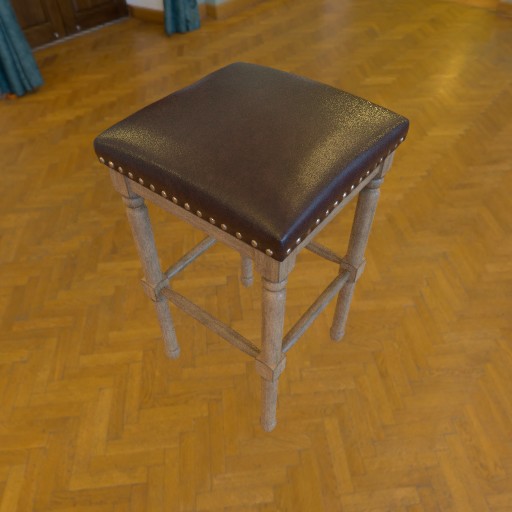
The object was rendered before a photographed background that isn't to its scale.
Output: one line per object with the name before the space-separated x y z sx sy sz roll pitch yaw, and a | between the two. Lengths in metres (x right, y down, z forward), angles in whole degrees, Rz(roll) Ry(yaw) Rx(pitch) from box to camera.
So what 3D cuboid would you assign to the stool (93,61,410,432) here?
stool | 0.000 0.000 0.951 0.383 0.702 0.382 29 53 25
